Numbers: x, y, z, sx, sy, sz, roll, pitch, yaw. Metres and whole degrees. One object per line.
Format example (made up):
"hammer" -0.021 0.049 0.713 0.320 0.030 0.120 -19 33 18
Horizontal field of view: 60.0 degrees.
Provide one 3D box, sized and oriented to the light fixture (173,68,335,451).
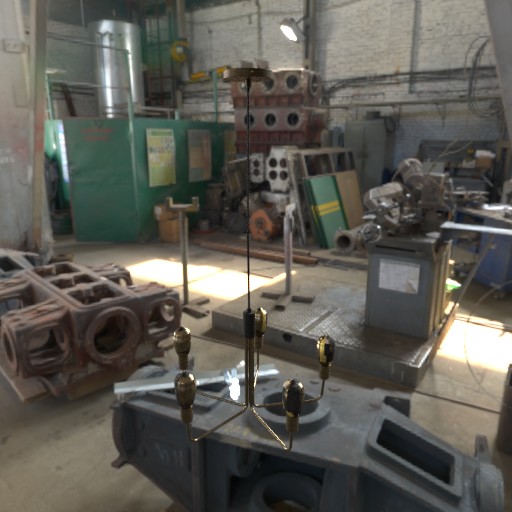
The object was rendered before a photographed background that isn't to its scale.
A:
"light fixture" 0.000 0.000 1.372 0.532 1.059 0.588 -3 16 -10
